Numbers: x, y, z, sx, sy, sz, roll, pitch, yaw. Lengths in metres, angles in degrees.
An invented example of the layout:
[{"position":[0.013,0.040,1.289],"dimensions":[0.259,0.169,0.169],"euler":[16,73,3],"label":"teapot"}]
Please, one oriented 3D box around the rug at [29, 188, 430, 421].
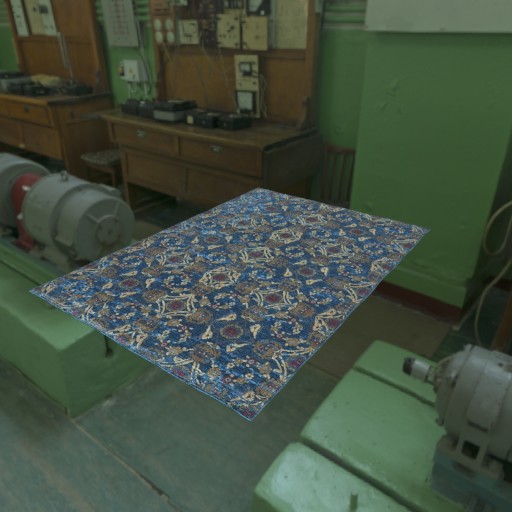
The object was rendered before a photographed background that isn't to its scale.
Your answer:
[{"position":[0.000,0.000,4.298],"dimensions":[2.337,0.013,3.291],"euler":[19,33,32],"label":"rug"}]
